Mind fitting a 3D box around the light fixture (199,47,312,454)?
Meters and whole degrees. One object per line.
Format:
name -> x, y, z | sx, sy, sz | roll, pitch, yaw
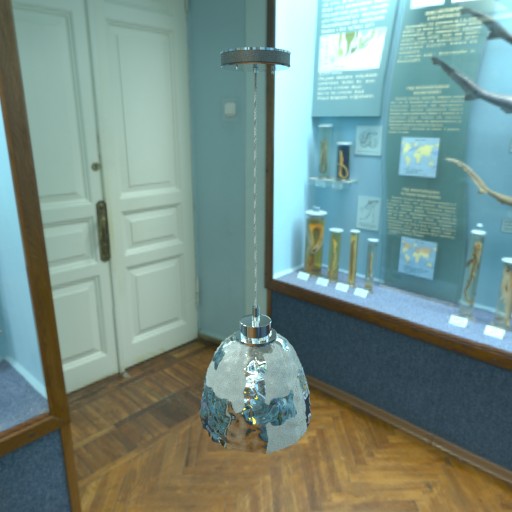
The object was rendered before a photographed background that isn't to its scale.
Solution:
light fixture -> 0.000, 0.000, 1.796 | 0.496, 1.511, 0.500 | -15, 22, -42
